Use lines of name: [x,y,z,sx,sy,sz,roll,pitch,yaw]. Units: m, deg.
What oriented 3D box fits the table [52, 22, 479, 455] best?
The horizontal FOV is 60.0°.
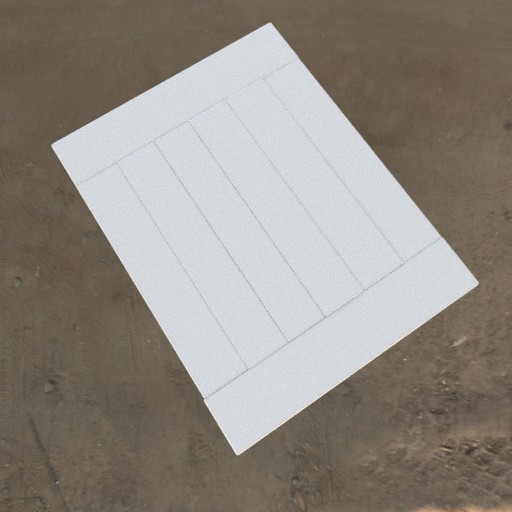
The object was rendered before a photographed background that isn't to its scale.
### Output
table: [0.000,0.000,1.029,0.463,0.605,0.599,-33,78,-8]
